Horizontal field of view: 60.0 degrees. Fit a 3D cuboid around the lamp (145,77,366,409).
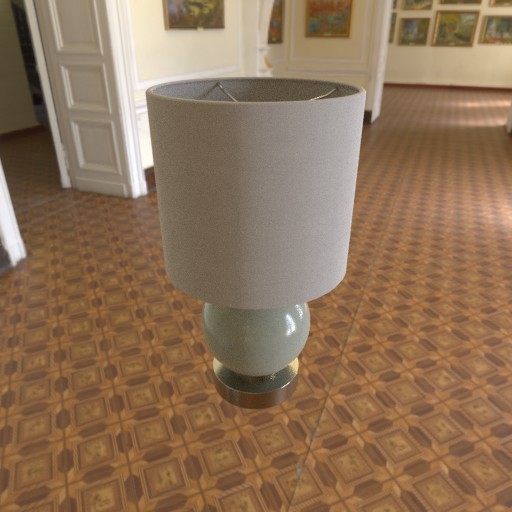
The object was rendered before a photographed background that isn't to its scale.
[{"bbox_3d":[0.000,0.000,0.492,0.201,0.353,0.201,18,32,30],"label":"lamp"}]
